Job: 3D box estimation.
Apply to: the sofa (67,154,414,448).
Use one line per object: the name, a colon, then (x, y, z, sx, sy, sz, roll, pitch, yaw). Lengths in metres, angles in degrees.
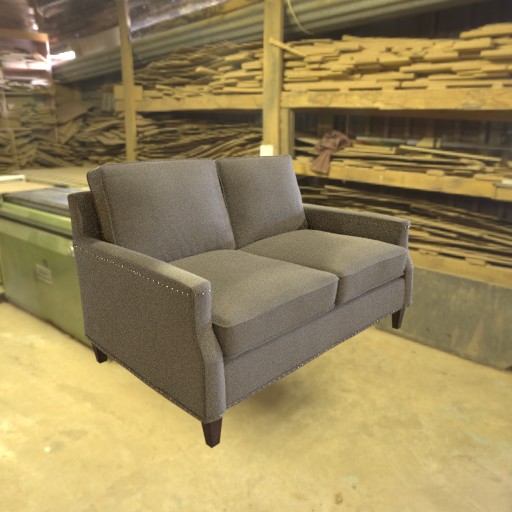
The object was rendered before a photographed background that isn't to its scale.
sofa: (0.000, 0.000, 2.360, 1.084, 1.003, 1.597, 15, 22, 42)
